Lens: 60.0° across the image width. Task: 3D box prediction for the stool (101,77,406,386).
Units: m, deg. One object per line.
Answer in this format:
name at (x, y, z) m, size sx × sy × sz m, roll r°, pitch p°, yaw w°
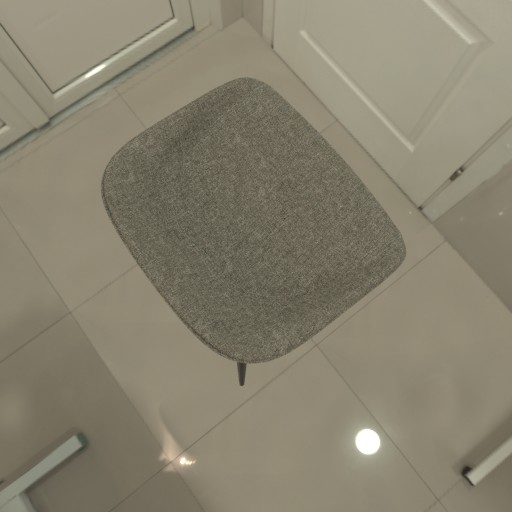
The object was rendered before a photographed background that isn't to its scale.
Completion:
stool at (0.000, 0.000, 1.098) m, size 0.480 × 0.814 × 0.469 m, roll -37°, pitch 79°, yaw -8°
